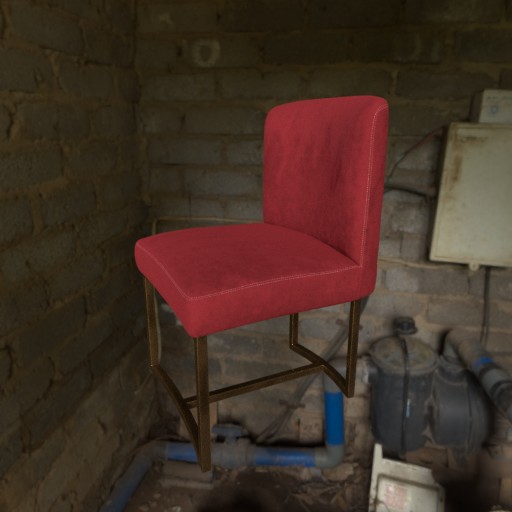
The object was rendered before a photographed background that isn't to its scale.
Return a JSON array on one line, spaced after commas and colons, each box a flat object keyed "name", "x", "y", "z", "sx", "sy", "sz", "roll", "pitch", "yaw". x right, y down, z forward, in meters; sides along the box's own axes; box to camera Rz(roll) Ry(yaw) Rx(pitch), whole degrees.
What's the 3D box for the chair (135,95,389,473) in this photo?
[{"name": "chair", "x": 0.000, "y": 0.000, "z": 1.206, "sx": 0.560, "sy": 0.824, "sz": 0.530, "roll": -8, "pitch": 18, "yaw": -25}]
